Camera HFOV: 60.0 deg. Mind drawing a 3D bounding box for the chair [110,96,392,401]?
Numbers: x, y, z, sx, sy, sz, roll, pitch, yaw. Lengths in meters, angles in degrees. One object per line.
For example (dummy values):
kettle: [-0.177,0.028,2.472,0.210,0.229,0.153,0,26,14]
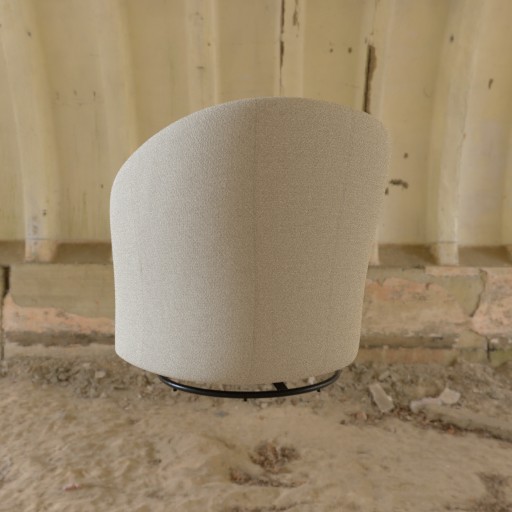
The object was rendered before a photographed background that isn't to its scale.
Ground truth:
chair: [0.000,0.000,1.435,0.791,0.771,0.815,0,0,-36]
